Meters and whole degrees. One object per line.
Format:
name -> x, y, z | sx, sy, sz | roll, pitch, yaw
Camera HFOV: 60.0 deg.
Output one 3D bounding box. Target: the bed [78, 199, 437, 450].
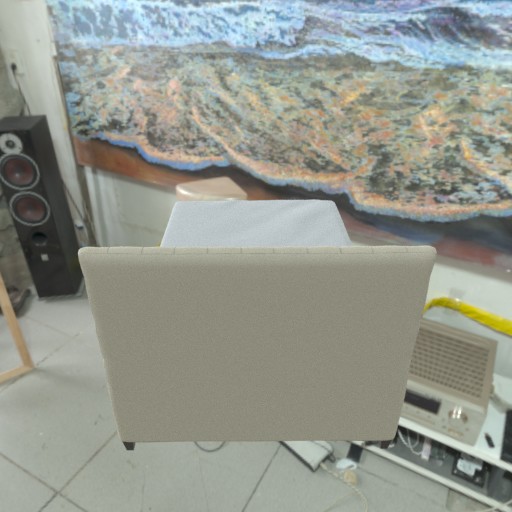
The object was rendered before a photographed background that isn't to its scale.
bed -> 0.000, 0.000, 3.407 | 1.698, 1.427, 2.387 | 0, 31, 0
